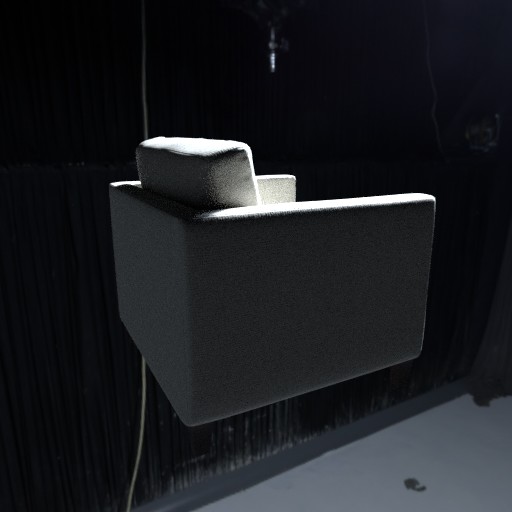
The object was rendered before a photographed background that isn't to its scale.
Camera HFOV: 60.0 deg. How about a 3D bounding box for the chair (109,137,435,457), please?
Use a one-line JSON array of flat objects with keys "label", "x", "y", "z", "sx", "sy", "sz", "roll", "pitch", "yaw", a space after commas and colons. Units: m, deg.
[{"label": "chair", "x": 0.000, "y": 0.000, "z": 1.774, "sx": 0.959, "sy": 0.919, "sz": 0.996, "roll": -8, "pitch": 17, "yaw": -27}]
